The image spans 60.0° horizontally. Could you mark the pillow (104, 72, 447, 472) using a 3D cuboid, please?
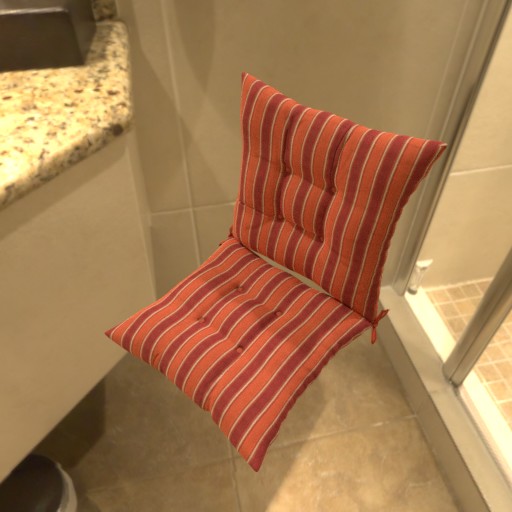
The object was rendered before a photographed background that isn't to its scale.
[{"bbox_3d":[0.000,0.000,0.986,0.541,0.536,0.585,31,53,27],"label":"pillow"}]
